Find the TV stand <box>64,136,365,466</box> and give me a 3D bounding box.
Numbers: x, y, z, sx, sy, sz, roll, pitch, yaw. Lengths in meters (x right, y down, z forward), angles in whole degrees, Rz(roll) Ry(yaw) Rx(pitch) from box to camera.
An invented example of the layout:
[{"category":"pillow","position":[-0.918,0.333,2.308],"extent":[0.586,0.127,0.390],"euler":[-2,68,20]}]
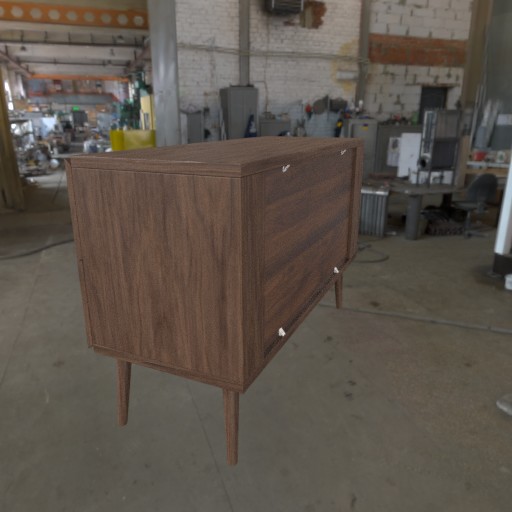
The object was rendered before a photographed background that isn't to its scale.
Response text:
[{"category":"TV stand","position":[0.000,0.000,1.348],"extent":[0.405,0.660,0.990],"euler":[8,19,24]}]
